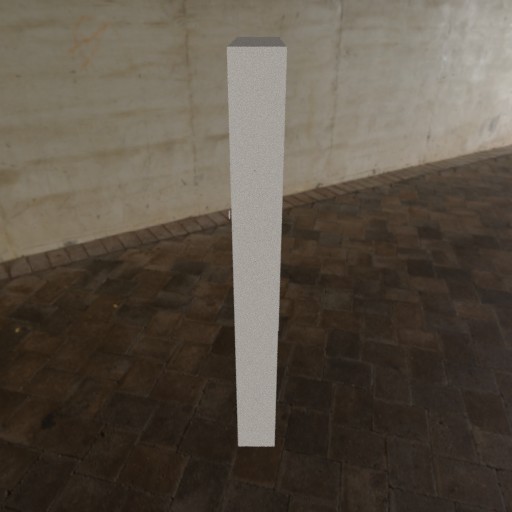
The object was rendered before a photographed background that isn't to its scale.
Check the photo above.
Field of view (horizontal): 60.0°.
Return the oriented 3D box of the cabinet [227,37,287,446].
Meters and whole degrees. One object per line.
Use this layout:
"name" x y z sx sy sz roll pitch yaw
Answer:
"cabinet" 0.000 0.000 2.025 0.192 1.770 0.643 0 29 1
